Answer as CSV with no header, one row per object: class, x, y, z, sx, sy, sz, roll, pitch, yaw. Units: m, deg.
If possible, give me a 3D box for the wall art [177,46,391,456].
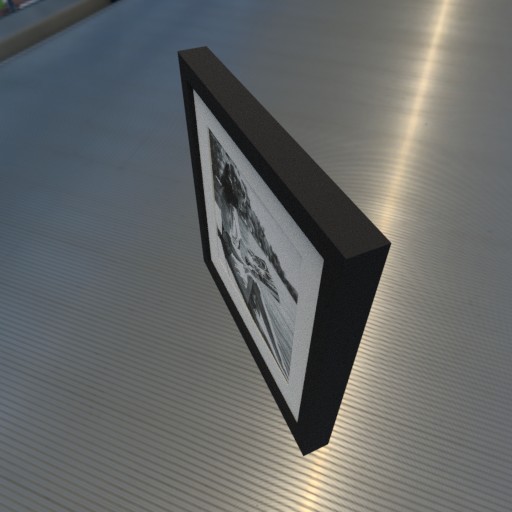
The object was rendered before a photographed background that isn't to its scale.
wall art,0.000,0.000,0.456,0.030,0.305,0.308,-18,49,-17
